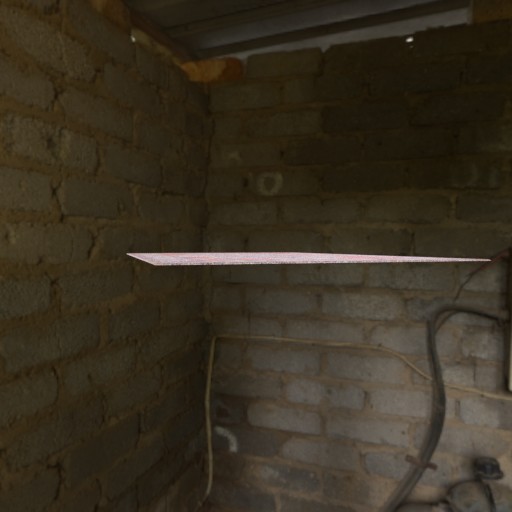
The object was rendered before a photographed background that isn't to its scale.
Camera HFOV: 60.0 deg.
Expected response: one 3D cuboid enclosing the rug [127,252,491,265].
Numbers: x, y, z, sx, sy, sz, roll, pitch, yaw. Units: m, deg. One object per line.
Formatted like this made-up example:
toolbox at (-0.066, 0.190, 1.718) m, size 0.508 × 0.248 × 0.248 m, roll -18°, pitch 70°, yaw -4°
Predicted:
rug at (0.000, 0.000, 2.311) m, size 1.219 × 0.005 × 1.829 m, roll 0°, pitch 1°, yaw -19°
